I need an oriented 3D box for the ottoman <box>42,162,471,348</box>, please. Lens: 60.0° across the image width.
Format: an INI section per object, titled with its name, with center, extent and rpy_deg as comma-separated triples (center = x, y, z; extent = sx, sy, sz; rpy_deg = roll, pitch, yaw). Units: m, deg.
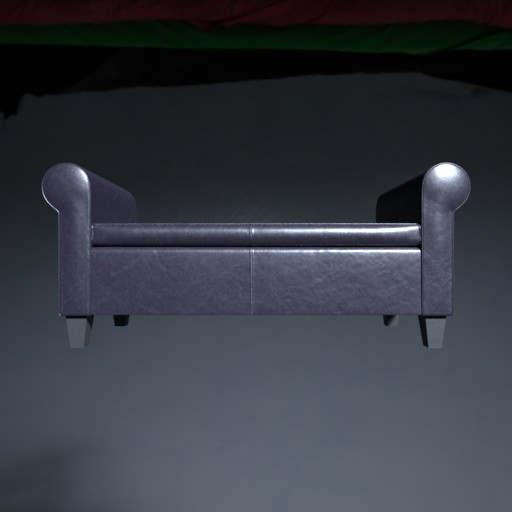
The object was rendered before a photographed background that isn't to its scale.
[ottoman]
center = 0.000, 0.000, 1.544
extent = 1.256, 0.547, 0.521
rpy_deg = 0, 0, 0
